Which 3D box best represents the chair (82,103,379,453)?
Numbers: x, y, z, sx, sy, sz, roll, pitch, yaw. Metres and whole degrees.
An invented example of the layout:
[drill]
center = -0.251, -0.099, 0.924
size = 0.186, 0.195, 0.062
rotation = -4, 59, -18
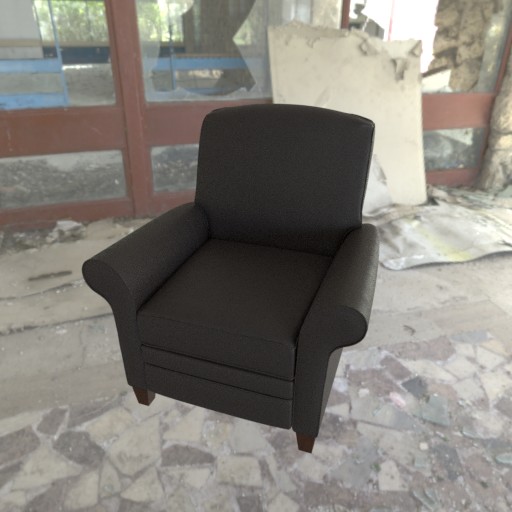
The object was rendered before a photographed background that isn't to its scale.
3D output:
[chair]
center = 0.000, 0.000, 1.784
size = 0.978, 1.061, 0.902
rotation = 9, 28, 17
